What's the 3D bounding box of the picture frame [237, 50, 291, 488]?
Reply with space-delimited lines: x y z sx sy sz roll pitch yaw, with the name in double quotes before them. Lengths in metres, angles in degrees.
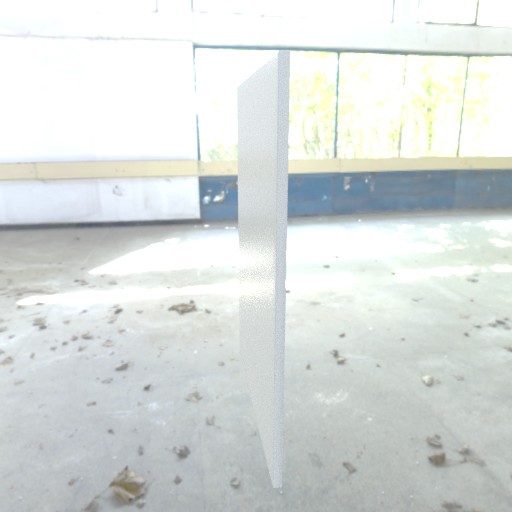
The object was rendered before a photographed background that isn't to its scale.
"picture frame" 0.000 0.000 0.696 0.012 0.534 0.381 -2 16 -8
